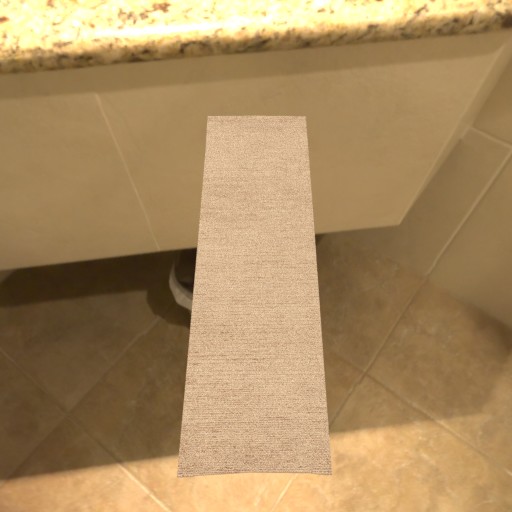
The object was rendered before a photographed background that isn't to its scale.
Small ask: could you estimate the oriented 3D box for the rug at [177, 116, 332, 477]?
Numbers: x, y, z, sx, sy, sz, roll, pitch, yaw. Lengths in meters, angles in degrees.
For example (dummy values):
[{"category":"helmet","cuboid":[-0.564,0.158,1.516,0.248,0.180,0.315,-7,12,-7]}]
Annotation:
[{"category":"rug","cuboid":[0.000,0.000,2.614,0.712,0.013,2.346,0,60,0]}]
